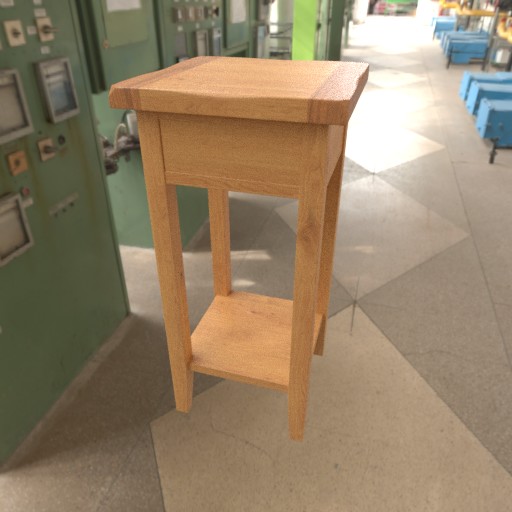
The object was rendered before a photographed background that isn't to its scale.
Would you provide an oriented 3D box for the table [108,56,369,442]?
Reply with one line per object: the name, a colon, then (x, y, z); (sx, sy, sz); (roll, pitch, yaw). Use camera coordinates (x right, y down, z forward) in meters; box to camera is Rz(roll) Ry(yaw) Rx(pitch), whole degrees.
table: (0.000, 0.000, 0.957); (0.360, 0.740, 0.360); (9, 32, 14)
